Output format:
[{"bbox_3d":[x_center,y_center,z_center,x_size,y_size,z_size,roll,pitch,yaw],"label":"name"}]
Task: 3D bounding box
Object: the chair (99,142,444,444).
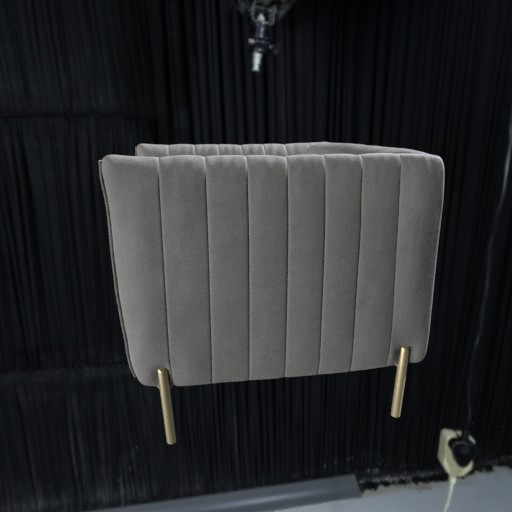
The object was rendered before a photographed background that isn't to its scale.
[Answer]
[{"bbox_3d":[0.000,0.000,1.593,0.873,0.779,0.981,-3,16,-9],"label":"chair"}]
